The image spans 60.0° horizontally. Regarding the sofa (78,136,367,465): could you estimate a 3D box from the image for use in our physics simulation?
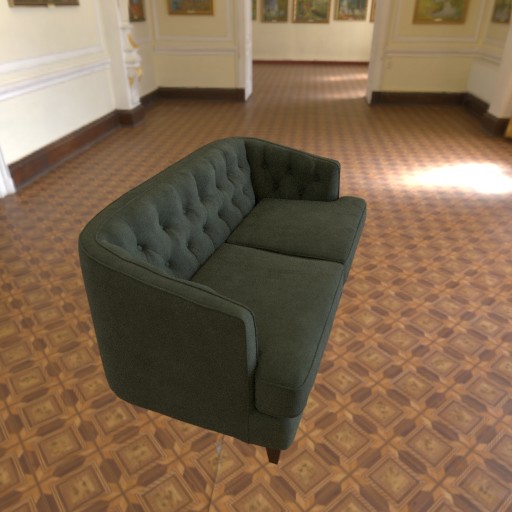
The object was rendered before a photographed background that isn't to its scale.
[{"bbox_3d":[0.000,0.000,2.271,0.941,0.855,1.733,10,31,17],"label":"sofa"}]
